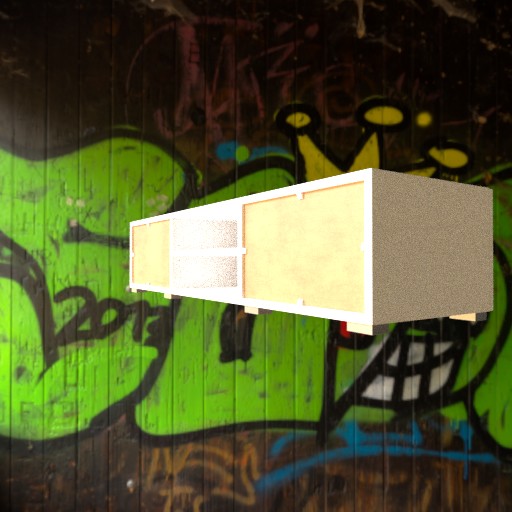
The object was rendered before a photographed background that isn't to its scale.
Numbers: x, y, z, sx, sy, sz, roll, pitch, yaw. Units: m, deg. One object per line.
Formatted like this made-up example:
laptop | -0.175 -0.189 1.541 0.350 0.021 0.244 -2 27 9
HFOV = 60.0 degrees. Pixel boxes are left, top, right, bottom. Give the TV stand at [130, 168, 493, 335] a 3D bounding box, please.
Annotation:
TV stand | 0.000 0.000 1.516 0.420 0.310 1.400 0 -1 -34
